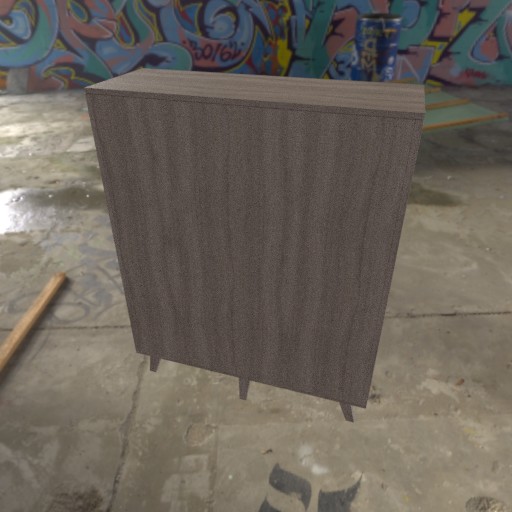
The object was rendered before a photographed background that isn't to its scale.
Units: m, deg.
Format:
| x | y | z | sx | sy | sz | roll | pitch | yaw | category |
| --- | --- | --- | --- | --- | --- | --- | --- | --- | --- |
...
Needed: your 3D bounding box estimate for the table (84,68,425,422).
| x | y | z | sx | sy | sz | roll | pitch | yaw | category |
| --- | --- | --- | --- | --- | --- | --- | --- | --- | --- |
| 0.000 | 0.000 | 1.904 | 1.111 | 1.388 | 0.398 | 10 | 34 | 15 | table |
